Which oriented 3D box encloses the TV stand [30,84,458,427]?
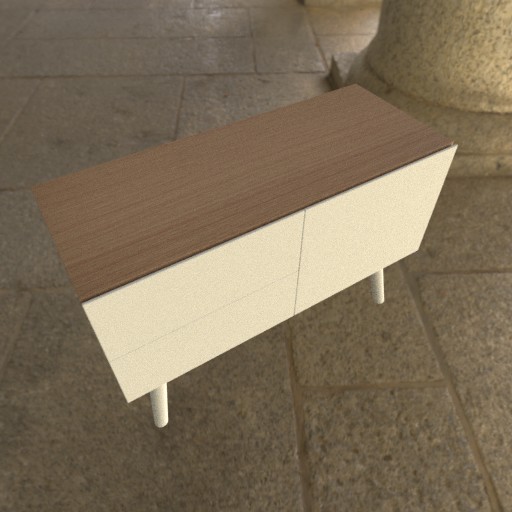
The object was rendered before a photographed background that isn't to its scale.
[{"bbox_3d":[0.000,0.000,1.335,0.991,0.660,0.407,-24,51,-21],"label":"TV stand"}]
